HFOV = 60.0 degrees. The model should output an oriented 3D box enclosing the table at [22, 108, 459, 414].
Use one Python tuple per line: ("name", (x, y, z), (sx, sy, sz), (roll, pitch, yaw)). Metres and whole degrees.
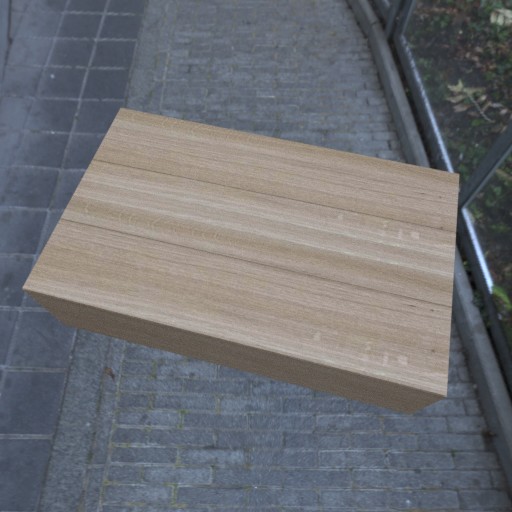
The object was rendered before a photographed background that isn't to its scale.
("table", (0.000, 0.000, 1.420), (1.110, 0.353, 0.678), (13, 63, 7))
